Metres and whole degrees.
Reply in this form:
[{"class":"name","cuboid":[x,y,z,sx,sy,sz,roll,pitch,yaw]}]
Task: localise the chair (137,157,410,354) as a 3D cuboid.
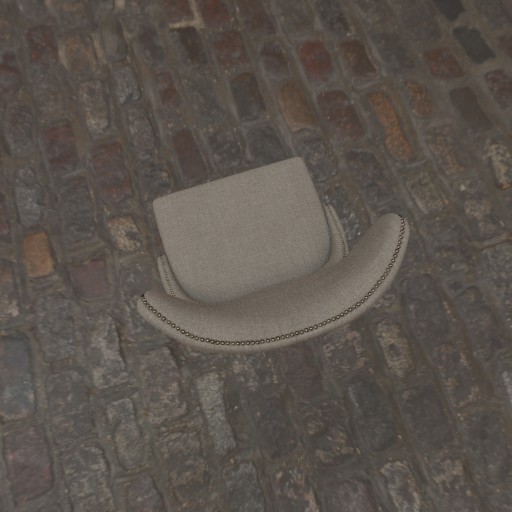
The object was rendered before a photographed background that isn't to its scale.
[{"class":"chair","cuboid":[0.000,0.000,1.408,0.628,0.967,0.635,-17,75,-5]}]
